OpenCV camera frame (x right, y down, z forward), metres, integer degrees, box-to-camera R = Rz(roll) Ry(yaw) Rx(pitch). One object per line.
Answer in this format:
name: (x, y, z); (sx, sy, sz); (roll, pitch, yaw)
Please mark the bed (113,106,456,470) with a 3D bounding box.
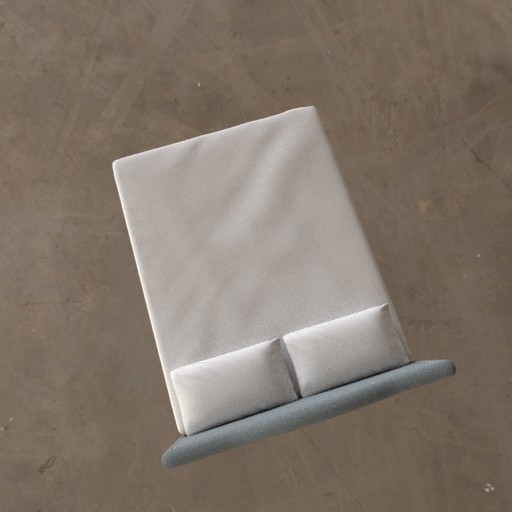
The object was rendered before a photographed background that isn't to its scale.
bed: (0.000, 0.000, 3.841); (2.161, 1.457, 2.689); (-17, 76, -4)
